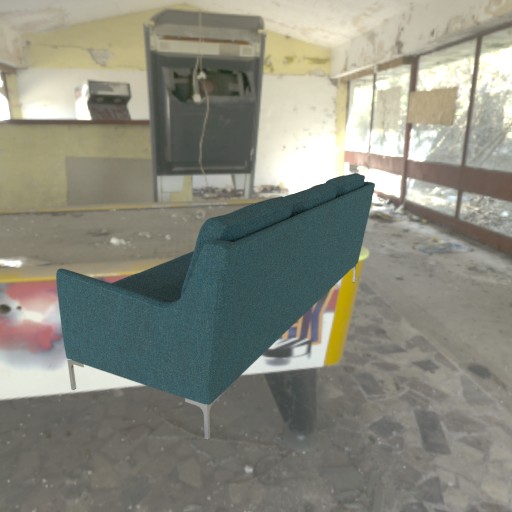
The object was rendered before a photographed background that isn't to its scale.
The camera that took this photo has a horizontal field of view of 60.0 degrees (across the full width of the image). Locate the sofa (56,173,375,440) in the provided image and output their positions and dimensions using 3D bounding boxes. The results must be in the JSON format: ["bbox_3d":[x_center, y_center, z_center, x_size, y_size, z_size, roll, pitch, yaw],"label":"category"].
[{"bbox_3d":[0.000,0.000,2.547,0.849,0.837,2.060,8,18,26],"label":"sofa"}]
